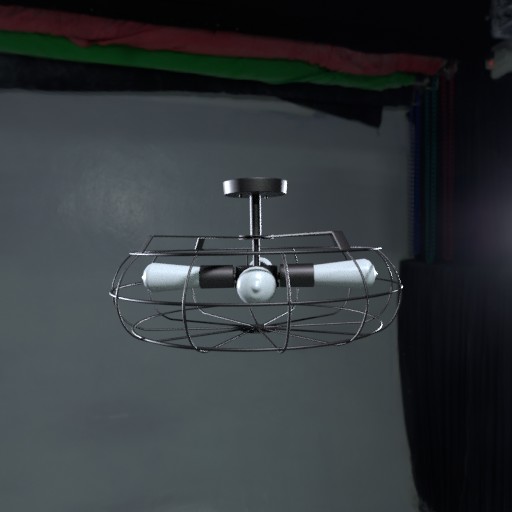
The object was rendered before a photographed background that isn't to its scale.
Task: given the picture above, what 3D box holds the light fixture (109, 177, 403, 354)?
[{"bbox_3d":[0.000,0.000,0.926,0.582,0.311,0.582,0,1,0],"label":"light fixture"}]
